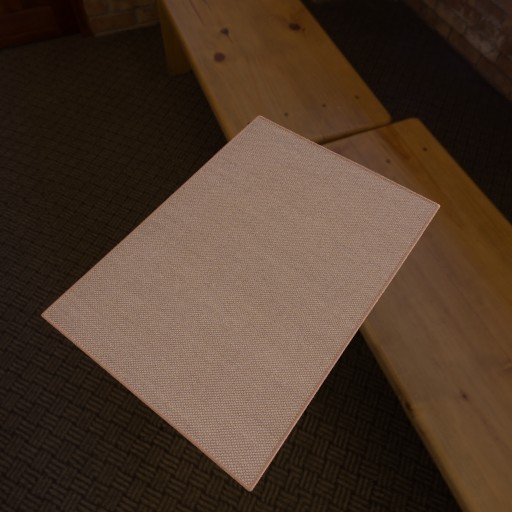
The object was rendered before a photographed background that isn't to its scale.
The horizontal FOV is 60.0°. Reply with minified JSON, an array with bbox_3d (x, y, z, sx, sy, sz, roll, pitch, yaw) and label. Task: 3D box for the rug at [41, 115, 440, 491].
[{"bbox_3d":[0.000,0.000,2.775,1.524,0.013,2.134,32,63,19],"label":"rug"}]
